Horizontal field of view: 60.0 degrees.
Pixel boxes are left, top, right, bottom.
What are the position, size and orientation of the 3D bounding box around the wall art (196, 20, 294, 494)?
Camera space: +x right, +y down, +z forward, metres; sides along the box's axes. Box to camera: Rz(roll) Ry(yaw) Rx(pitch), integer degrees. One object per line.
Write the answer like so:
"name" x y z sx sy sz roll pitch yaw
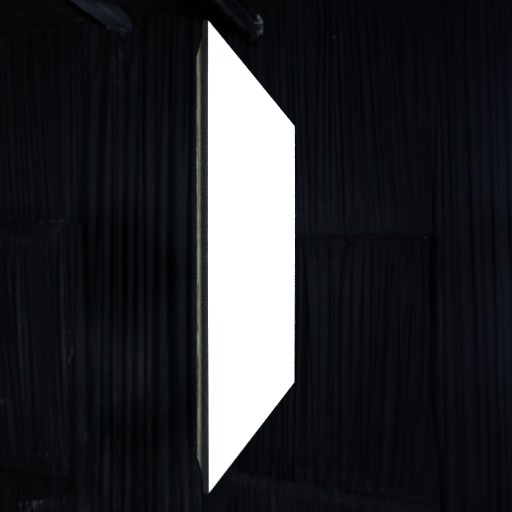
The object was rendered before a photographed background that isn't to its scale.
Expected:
"wall art" 0.000 0.000 0.612 0.023 0.457 0.381 0 1 17
